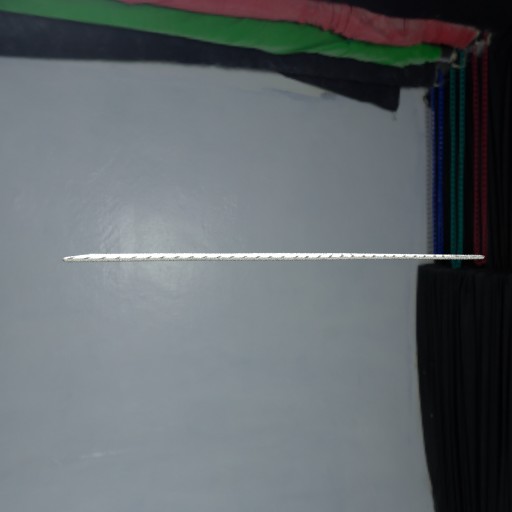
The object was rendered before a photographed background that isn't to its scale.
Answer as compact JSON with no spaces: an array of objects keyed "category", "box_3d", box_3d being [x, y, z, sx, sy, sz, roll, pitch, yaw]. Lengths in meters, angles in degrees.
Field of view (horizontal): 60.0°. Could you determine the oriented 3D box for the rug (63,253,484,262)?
[{"category":"rug","box_3d":[0.000,0.000,3.285,2.449,0.028,1.829,0,1,-17]}]
